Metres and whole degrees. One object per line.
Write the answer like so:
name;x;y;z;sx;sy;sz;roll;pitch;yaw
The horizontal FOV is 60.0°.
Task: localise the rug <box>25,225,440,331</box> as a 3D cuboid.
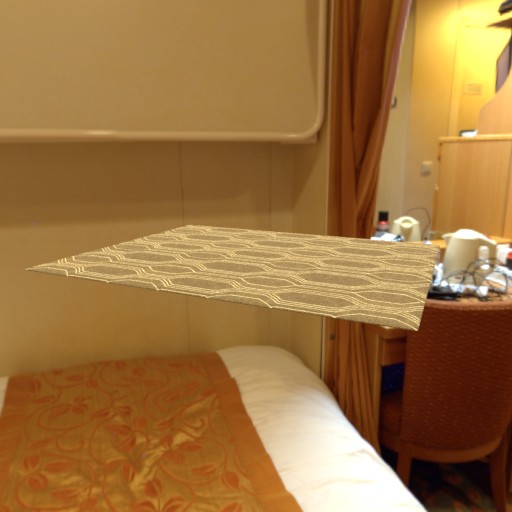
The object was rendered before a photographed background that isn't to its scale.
rug;0.000;0.000;4.117;3.062;0.012;2.457;6;15;24
